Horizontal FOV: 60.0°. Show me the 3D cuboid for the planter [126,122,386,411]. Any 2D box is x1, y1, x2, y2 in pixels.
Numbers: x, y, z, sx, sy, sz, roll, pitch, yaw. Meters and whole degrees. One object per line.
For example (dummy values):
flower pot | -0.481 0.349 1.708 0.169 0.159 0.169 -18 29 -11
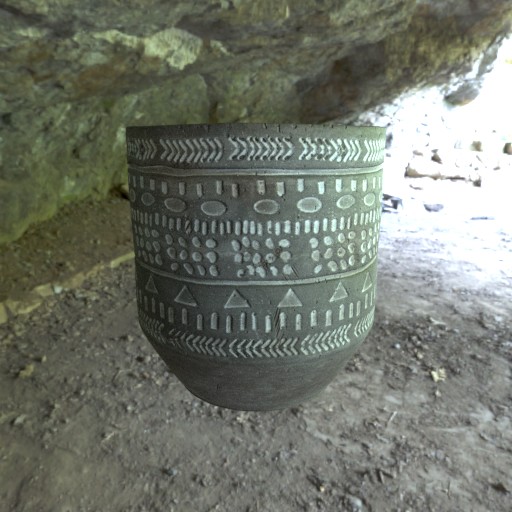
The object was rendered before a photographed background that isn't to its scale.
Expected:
planter | 0.000 0.000 0.267 0.142 0.149 0.142 0 15 0
